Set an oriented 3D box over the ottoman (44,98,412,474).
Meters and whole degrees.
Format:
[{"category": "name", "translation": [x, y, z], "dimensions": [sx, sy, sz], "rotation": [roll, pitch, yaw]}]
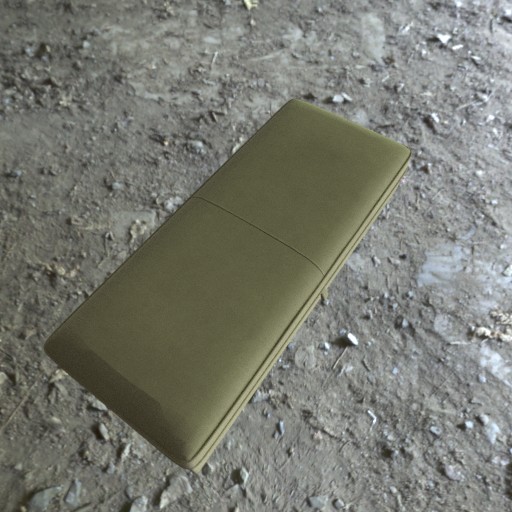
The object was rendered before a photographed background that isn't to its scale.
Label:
[{"category": "ottoman", "translation": [0.000, 0.000, 2.000], "dimensions": [0.735, 0.460, 1.726], "rotation": [31, 62, 18]}]
